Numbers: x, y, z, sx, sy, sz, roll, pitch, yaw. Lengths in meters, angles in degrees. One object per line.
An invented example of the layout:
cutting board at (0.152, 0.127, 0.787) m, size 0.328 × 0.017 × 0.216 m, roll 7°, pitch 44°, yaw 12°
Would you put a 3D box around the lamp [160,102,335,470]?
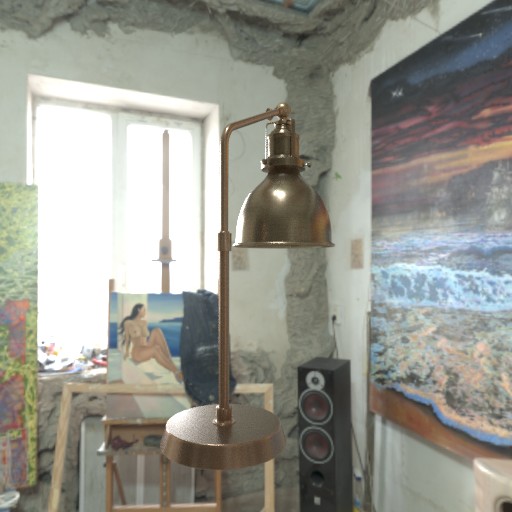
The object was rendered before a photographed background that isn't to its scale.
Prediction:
lamp at (0.000, 0.000, 0.600) m, size 0.153 × 0.456 × 0.286 m, roll -1°, pitch -1°, yaw 36°
